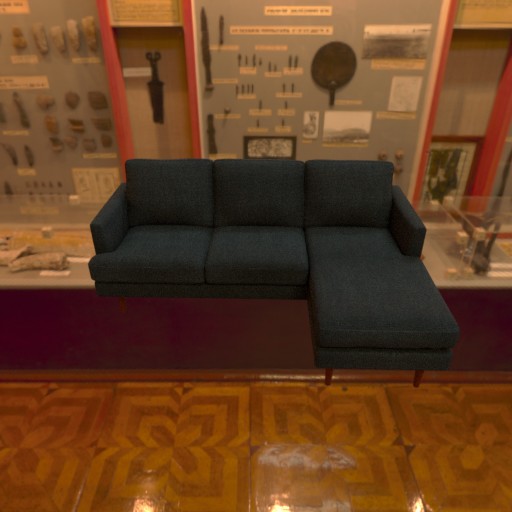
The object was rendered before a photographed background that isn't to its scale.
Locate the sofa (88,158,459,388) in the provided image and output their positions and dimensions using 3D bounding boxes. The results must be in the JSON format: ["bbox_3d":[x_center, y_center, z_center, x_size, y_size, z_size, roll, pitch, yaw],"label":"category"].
[{"bbox_3d":[0.000,0.000,3.003,2.233,0.956,1.504,1,31,1],"label":"sofa"}]
